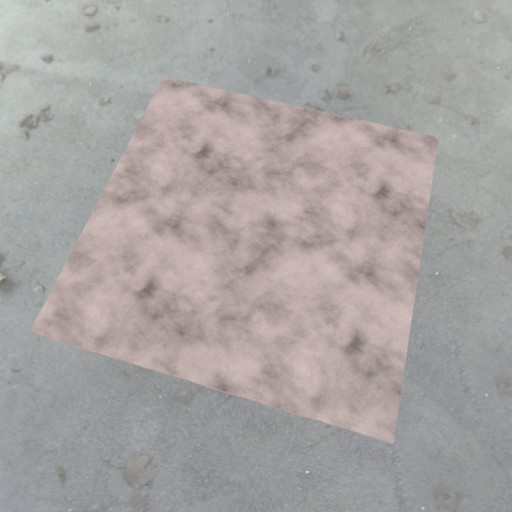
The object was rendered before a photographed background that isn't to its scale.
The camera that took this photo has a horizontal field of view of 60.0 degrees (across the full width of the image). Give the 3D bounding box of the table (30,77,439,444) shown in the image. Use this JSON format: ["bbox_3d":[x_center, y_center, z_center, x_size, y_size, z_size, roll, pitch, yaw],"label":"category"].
[{"bbox_3d":[0.000,0.000,1.048,0.670,0.305,0.670,15,65,7],"label":"table"}]
